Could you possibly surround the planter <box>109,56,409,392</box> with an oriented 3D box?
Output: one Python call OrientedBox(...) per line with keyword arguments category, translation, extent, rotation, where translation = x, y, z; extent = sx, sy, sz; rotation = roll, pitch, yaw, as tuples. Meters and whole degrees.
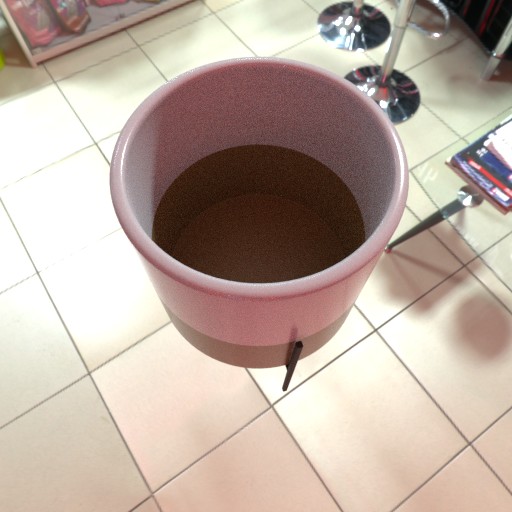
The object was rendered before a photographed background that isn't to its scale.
OrientedBox(category="planter", translation=(0.000, 0.000, 0.635), extent=(0.310, 0.432, 0.310), rotation=(-1, 64, -1))
